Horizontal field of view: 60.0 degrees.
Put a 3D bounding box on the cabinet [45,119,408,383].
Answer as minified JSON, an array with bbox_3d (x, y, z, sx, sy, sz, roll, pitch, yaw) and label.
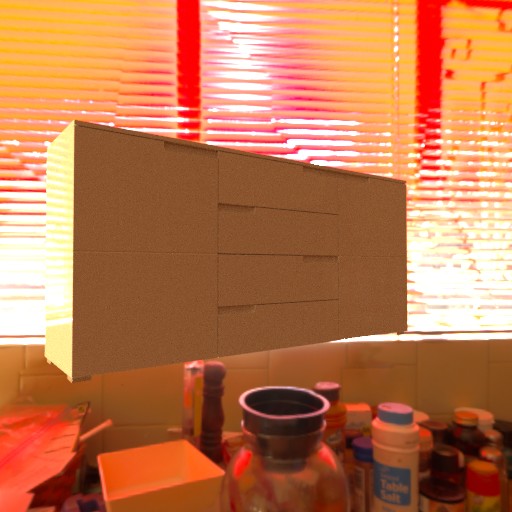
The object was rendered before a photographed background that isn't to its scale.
[{"bbox_3d":[0.000,0.000,1.979,1.650,0.800,0.400,1,-2,-36],"label":"cabinet"}]
